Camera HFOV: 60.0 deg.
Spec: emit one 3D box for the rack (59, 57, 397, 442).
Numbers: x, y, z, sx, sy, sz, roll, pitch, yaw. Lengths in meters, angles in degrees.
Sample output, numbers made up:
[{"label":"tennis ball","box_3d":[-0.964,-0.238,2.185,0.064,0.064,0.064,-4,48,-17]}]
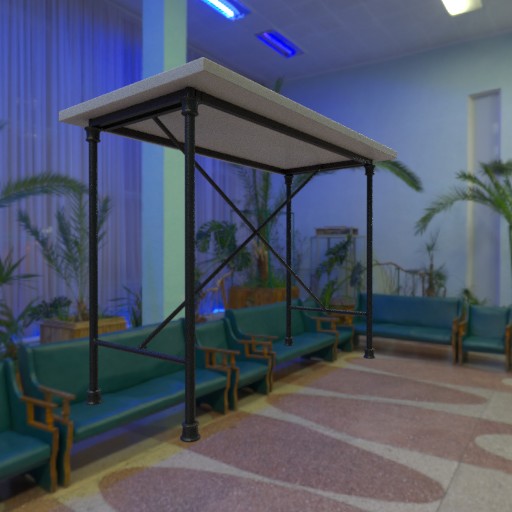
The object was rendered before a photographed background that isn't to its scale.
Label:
[{"label":"rack","box_3d":[0.000,0.000,1.615,0.613,0.880,1.159,0,1,38]}]
